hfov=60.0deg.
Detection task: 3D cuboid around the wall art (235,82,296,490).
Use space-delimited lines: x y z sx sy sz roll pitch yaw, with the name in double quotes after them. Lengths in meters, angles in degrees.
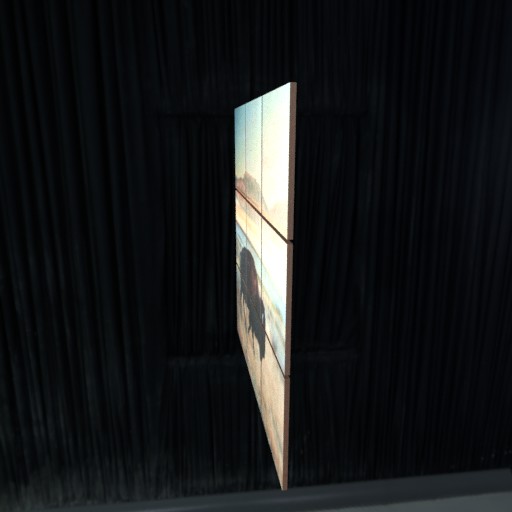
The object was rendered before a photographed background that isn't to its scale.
0.000 0.000 1.361 0.018 0.904 0.906 -2 16 -9 "wall art"
